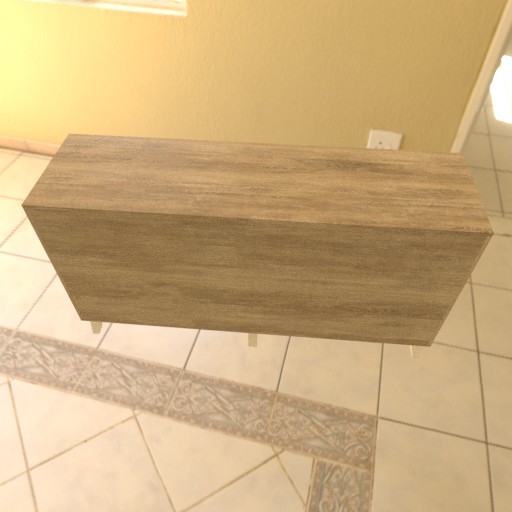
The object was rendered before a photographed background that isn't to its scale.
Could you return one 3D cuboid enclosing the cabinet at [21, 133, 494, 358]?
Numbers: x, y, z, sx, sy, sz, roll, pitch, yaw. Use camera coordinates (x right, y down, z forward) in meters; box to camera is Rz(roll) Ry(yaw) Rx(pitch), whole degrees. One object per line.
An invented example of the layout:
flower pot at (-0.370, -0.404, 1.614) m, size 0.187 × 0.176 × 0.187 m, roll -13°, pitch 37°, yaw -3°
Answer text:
cabinet at (0.000, 0.000, 1.968) m, size 1.600 × 0.870 × 0.450 m, roll 4°, pitch 48°, yaw 3°
